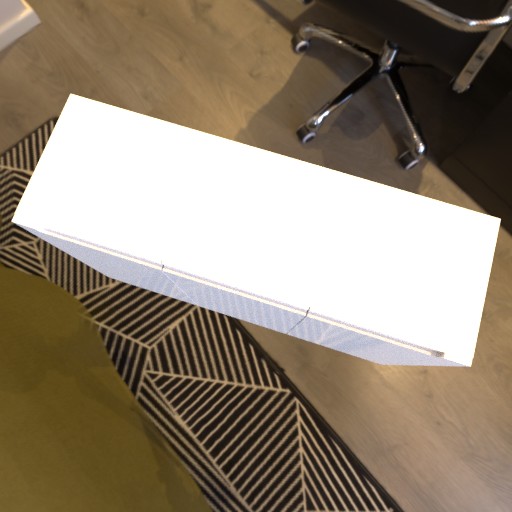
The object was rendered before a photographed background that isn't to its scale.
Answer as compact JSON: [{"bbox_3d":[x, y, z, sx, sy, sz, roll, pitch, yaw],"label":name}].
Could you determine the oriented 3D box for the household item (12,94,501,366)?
[{"bbox_3d":[0.000,0.000,1.658,1.300,0.867,0.420,17,77,4],"label":"household item"}]
